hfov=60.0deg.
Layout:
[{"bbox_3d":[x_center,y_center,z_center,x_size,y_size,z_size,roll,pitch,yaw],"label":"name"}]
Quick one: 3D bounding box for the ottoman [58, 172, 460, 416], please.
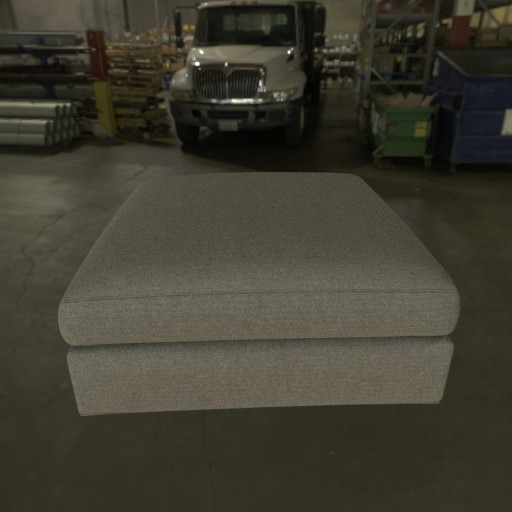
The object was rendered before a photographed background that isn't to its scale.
[{"bbox_3d":[0.000,0.000,1.596,1.041,0.470,1.041,-1,26,-2],"label":"ottoman"}]
